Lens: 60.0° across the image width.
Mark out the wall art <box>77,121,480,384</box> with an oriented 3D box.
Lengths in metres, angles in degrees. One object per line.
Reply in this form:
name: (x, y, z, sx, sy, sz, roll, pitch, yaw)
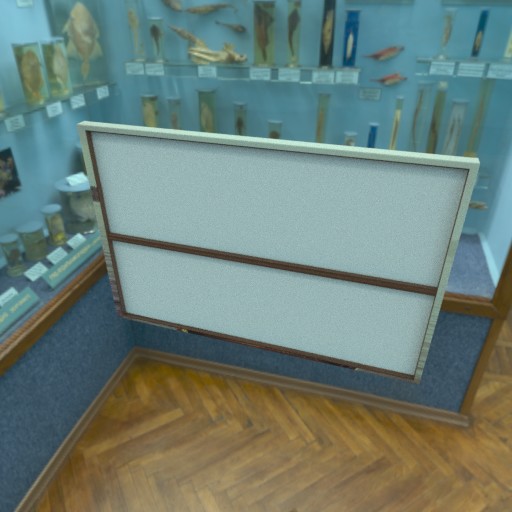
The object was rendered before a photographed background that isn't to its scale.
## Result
wall art: (0.000, 0.000, 1.434, 1.149, 0.765, 0.040, 9, 33, 15)
